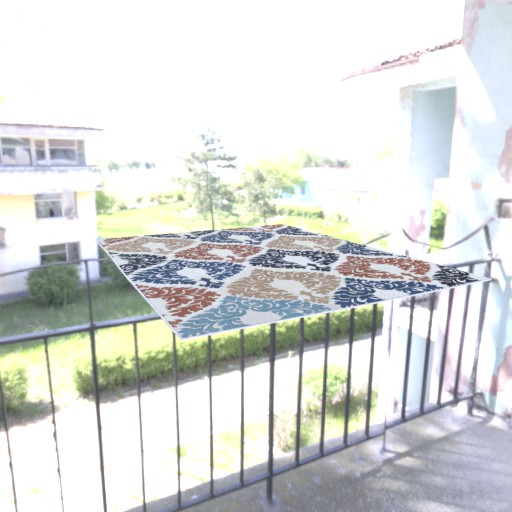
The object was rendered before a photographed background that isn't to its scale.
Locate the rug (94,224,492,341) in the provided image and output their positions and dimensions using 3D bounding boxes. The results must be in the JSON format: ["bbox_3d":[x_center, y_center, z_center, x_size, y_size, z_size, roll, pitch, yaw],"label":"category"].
[{"bbox_3d":[0.000,0.000,4.078,2.423,0.014,3.040,-7,14,-27],"label":"rug"}]
